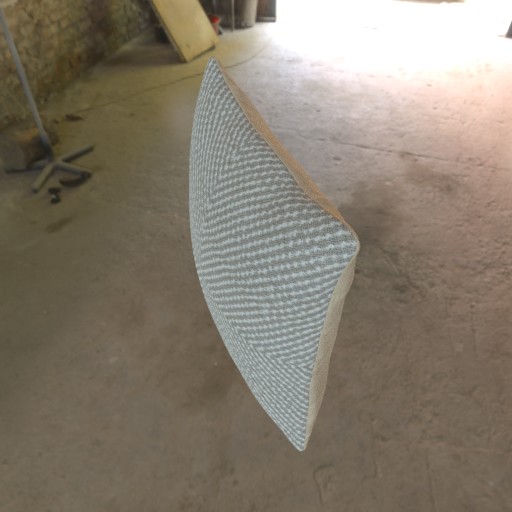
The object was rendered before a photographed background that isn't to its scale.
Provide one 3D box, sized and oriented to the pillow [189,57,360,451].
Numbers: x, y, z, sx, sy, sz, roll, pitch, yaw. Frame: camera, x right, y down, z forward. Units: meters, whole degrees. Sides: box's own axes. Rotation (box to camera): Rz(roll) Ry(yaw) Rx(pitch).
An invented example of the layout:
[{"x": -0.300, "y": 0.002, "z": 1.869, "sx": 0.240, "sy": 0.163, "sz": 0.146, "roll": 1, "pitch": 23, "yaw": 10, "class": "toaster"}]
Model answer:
[{"x": 0.000, "y": 0.000, "z": 0.700, "sx": 0.181, "sy": 0.458, "sz": 0.459, "roll": -15, "pitch": 47, "yaw": -14, "class": "pillow"}]
